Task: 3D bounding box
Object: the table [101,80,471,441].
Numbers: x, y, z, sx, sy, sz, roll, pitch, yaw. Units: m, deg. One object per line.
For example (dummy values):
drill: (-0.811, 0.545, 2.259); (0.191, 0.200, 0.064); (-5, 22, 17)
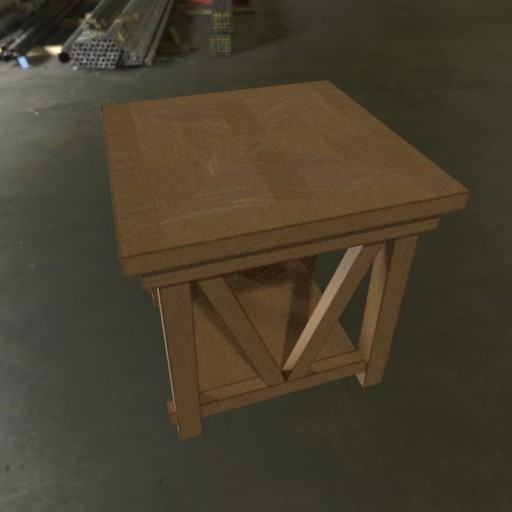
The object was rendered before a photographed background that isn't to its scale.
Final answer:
table: (0.000, 0.000, 1.148); (0.612, 0.638, 0.610); (-12, 42, -13)
